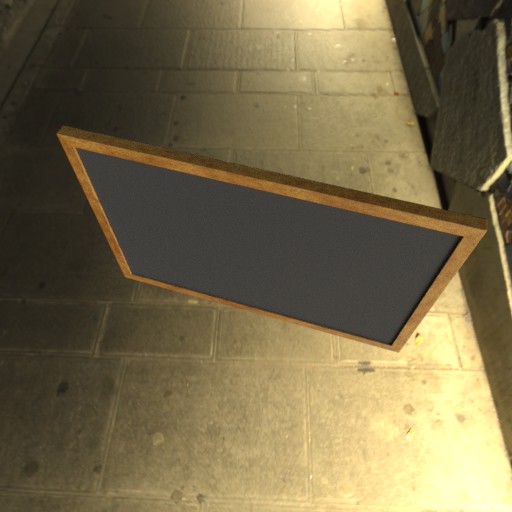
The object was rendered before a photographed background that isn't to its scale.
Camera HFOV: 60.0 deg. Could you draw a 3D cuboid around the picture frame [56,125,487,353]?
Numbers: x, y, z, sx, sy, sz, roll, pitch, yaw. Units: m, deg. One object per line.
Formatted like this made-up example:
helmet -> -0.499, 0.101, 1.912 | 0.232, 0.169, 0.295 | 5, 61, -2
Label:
picture frame -> 0.000, 0.000, 1.178 | 0.922, 0.621, 0.029 | 14, 58, 9
